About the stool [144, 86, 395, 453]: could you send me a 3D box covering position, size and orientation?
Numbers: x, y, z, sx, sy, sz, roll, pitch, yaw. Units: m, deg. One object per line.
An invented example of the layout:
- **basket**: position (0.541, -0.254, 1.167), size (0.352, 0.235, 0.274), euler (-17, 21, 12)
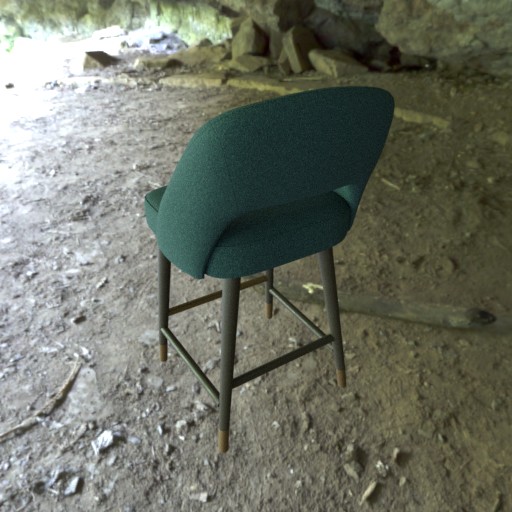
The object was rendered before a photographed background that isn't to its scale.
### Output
- **stool**: position (0.000, 0.000, 1.217), size (0.536, 0.939, 0.522), euler (-18, 34, -28)
